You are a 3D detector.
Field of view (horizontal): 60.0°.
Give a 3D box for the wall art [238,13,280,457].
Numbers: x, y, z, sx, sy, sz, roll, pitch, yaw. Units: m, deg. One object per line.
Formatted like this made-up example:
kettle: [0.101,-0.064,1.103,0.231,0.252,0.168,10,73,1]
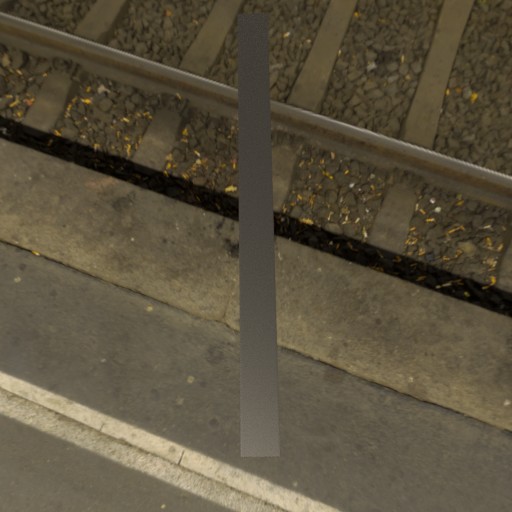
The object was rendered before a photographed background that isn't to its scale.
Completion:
wall art: [0.000,0.000,0.518,0.028,0.321,0.381,-1,75,0]
